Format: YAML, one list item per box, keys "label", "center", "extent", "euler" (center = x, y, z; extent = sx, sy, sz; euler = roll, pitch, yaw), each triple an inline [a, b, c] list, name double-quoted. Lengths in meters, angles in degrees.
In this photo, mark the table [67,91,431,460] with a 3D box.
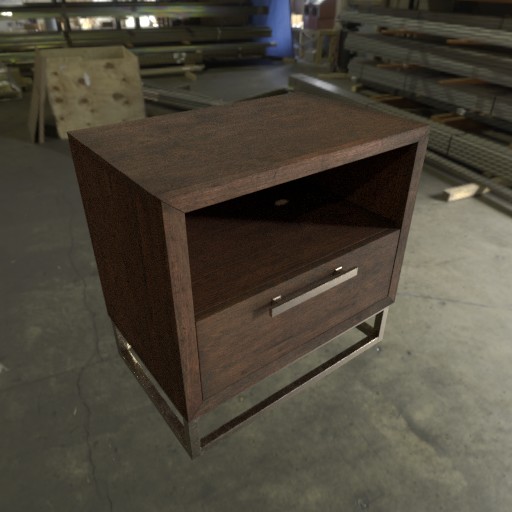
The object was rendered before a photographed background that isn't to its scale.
- label: "table"
  center: [0.000, 0.000, 1.301]
  extent: [0.767, 0.746, 0.542]
  euler: [-22, 38, -31]
